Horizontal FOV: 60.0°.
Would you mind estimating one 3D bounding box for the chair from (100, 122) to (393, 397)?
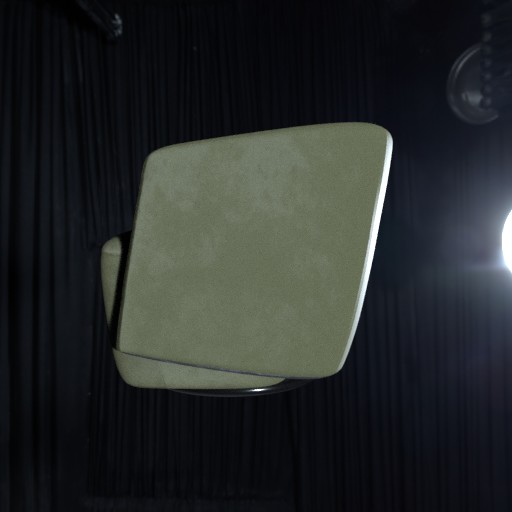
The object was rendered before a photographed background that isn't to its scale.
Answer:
[{"bbox_3d":[0.000,0.000,1.340,0.767,0.698,0.773,0,0,0],"label":"chair"}]
